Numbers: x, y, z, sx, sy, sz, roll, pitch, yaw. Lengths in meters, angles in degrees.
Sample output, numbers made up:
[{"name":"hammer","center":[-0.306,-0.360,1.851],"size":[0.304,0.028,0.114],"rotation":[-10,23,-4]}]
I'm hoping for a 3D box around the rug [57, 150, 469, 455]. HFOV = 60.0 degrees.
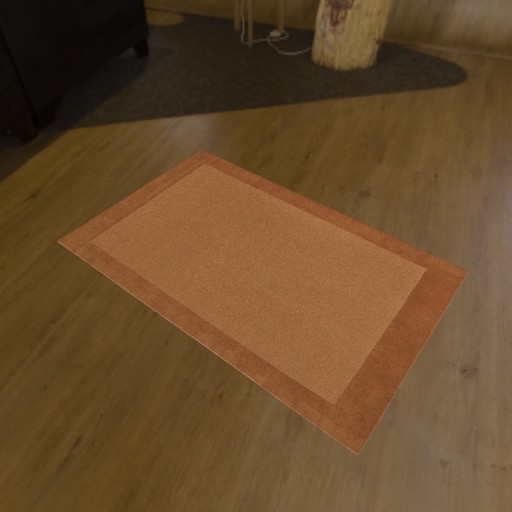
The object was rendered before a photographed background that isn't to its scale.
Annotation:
[{"name":"rug","center":[0.000,0.000,3.083],"size":[2.438,0.014,1.524],"rotation":[29,52,25]}]
